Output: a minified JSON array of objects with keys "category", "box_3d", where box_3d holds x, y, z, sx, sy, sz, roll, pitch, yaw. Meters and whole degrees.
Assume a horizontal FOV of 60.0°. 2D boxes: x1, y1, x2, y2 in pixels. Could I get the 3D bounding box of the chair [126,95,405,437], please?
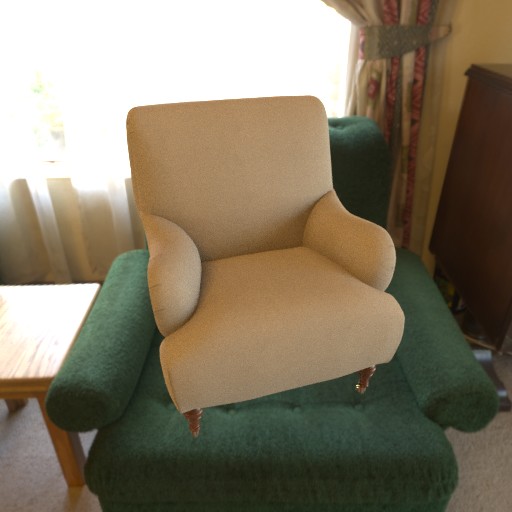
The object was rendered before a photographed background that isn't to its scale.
[{"category":"chair","box_3d":[0.000,0.000,1.560,0.766,0.942,0.842,-9,32,-15]}]
